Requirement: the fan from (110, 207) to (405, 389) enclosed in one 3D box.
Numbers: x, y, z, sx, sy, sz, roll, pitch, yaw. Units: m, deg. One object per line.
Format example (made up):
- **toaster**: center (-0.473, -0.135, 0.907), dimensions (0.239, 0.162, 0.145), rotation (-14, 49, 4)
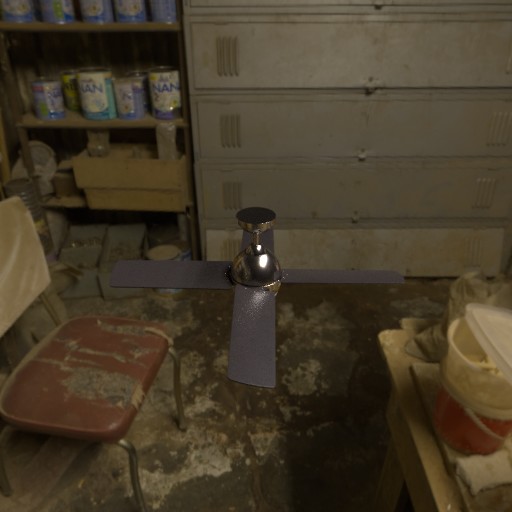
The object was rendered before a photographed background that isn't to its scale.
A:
- **fan**: center (0.000, 0.000, 1.983), dimensions (1.332, 0.403, 1.332), rotation (1, 31, 1)
